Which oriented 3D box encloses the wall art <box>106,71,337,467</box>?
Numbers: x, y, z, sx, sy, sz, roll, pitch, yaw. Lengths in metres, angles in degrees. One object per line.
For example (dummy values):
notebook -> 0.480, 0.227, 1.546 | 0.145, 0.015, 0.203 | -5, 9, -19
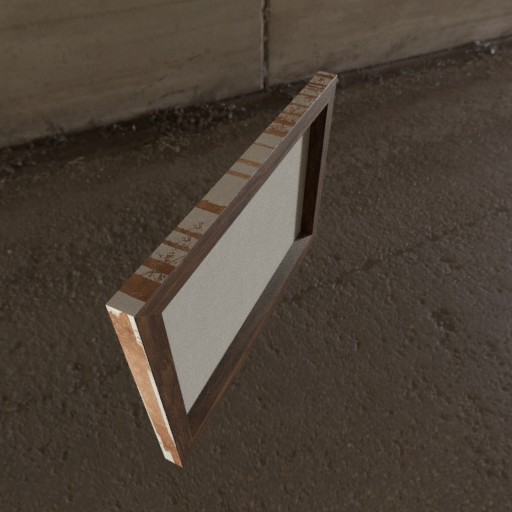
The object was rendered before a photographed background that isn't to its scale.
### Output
wall art -> 0.000, 0.000, 0.769 | 0.035, 0.405, 0.609 | 19, 49, 18
